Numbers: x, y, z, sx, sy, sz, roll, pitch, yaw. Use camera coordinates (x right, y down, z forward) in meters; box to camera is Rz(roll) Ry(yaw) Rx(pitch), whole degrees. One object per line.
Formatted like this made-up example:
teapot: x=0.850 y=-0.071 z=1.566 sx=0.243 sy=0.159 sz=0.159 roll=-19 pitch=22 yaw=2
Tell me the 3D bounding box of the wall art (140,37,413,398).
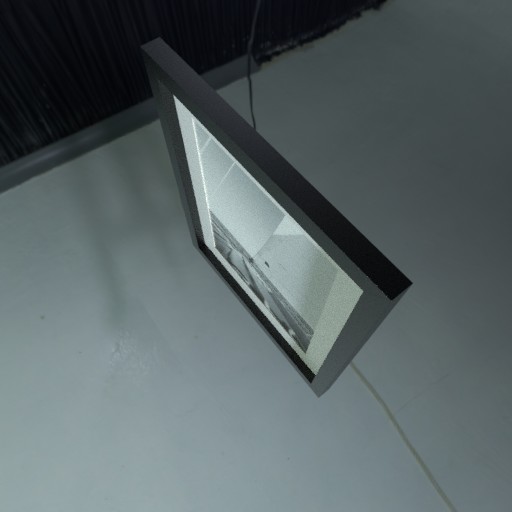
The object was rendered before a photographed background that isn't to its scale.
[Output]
wall art: x=0.000 y=0.000 z=0.762 sx=0.031 sy=0.558 sz=0.461 roll=-35 pitch=68 yaw=-16
